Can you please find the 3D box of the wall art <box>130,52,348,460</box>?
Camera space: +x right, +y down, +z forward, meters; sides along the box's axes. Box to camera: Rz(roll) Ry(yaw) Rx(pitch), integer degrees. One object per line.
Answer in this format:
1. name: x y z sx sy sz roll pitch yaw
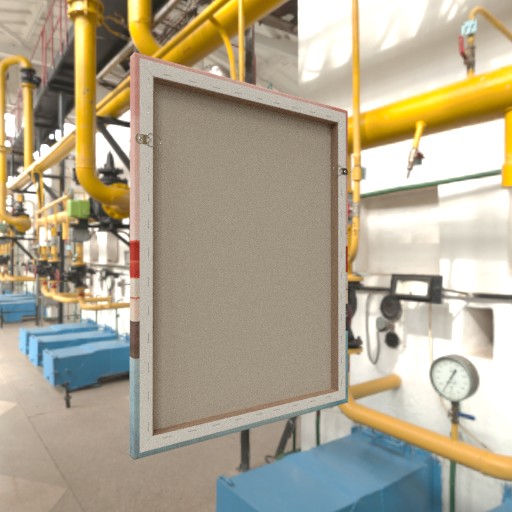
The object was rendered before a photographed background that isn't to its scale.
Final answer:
1. wall art: 0.000 0.000 1.335 0.761 1.016 0.039 0 0 -35
